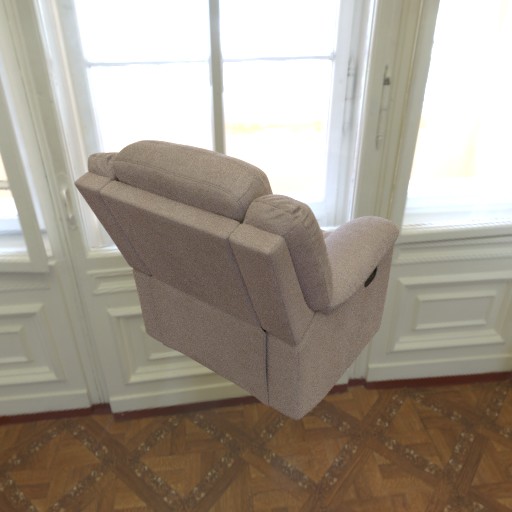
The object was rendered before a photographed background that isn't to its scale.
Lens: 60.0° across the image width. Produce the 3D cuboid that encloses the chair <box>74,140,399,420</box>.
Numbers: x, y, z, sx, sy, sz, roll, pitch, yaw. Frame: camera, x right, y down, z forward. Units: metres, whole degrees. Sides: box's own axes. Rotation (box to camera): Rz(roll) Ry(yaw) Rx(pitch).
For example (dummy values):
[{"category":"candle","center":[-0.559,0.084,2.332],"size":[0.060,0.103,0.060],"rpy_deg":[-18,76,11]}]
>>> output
[{"category":"chair","center":[0.000,0.000,1.746],"size":[0.899,1.008,0.944],"rpy_deg":[21,36,32]}]
